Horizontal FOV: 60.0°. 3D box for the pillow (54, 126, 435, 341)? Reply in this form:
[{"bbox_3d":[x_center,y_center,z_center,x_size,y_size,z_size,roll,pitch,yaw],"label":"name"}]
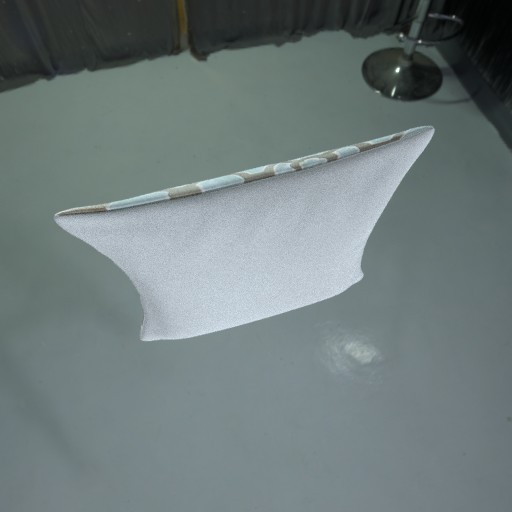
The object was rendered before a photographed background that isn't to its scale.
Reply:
[{"bbox_3d":[0.000,0.000,0.834,0.552,0.508,0.166,-15,62,-8],"label":"pillow"}]
